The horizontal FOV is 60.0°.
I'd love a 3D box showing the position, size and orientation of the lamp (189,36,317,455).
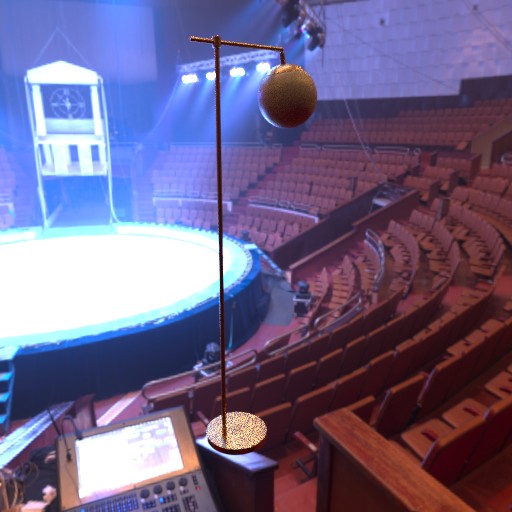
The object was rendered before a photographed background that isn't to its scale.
[{"bbox_3d":[0.000,0.000,1.692,0.476,1.505,0.249,-7,16,-27],"label":"lamp"}]
